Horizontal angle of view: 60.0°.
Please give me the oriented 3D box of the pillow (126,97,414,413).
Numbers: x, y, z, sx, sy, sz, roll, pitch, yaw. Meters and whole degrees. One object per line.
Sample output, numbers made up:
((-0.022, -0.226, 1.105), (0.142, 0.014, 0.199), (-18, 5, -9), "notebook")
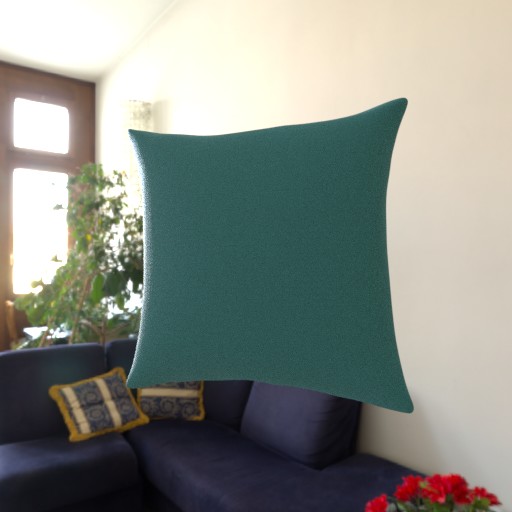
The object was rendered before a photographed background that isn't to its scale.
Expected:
((0.000, 0.000, 0.769), (0.514, 0.497, 0.150), (0, -1, 17), "pillow")
